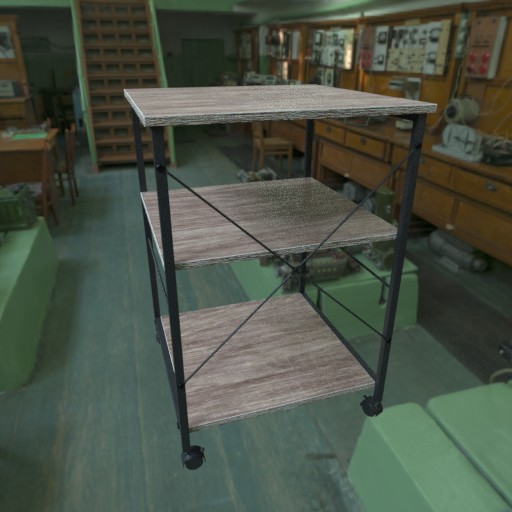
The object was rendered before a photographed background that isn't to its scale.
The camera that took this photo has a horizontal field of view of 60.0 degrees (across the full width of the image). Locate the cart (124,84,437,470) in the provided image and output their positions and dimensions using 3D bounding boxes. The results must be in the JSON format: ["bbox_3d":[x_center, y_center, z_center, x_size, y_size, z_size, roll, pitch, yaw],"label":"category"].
[{"bbox_3d":[0.000,0.000,1.114,0.521,0.762,0.520,-8,26,-17],"label":"cart"}]
